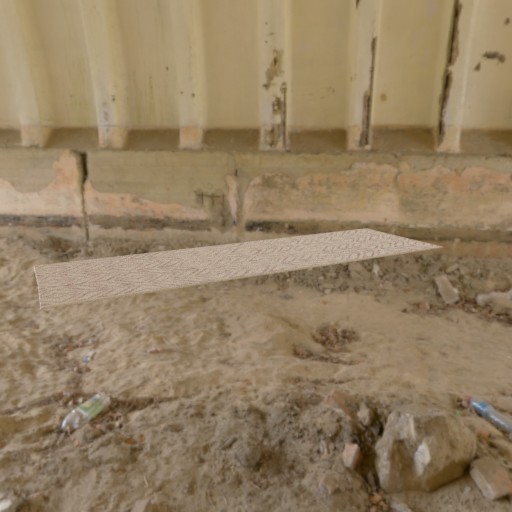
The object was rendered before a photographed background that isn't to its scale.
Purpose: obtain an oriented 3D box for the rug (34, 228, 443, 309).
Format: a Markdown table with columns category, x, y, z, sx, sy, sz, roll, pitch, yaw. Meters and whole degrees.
| category | x | y | z | sx | sy | sz | roll | pitch | yaw |
| --- | --- | --- | --- | --- | --- | --- | --- | --- | --- |
| rug | 0.000 | 0.000 | 2.727 | 2.435 | 0.009 | 0.750 | -7 | 16 | -27 |
